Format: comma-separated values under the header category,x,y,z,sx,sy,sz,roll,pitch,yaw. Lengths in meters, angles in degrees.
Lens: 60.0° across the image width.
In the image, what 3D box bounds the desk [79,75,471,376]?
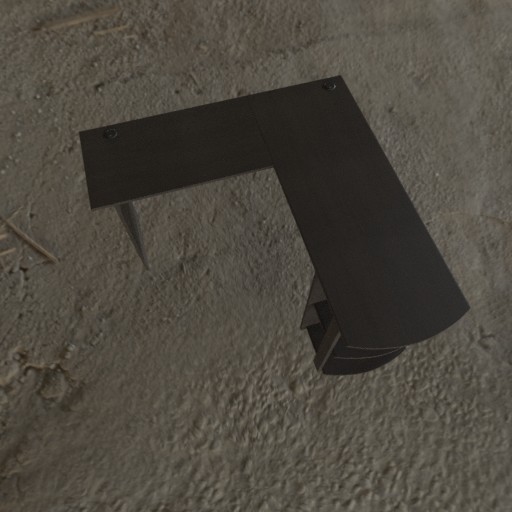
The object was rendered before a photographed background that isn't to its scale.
category,x,y,z,sx,sy,sz,roll,pitch,yaw
desk,0.000,0.000,2.153,1.303,0.716,1.361,-15,64,-8
